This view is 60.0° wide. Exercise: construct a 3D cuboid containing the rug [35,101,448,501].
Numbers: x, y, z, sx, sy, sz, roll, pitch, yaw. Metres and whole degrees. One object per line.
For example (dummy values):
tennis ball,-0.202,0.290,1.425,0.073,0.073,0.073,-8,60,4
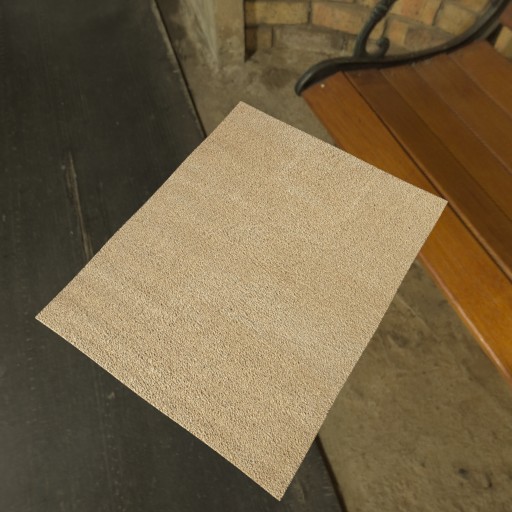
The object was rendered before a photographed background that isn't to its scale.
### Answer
rug,0.000,0.000,3.954,2.400,0.025,3.000,30,66,15
